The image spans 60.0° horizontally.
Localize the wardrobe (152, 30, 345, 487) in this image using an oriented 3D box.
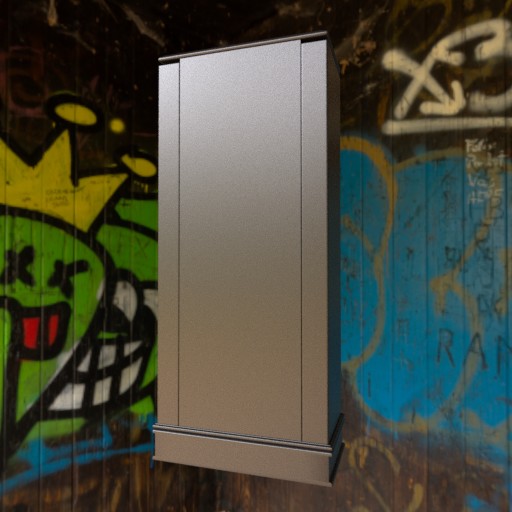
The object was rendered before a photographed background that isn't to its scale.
[{"bbox_3d":[0.000,0.000,1.177,0.444,1.011,0.295,0,-1,18],"label":"wardrobe"}]
